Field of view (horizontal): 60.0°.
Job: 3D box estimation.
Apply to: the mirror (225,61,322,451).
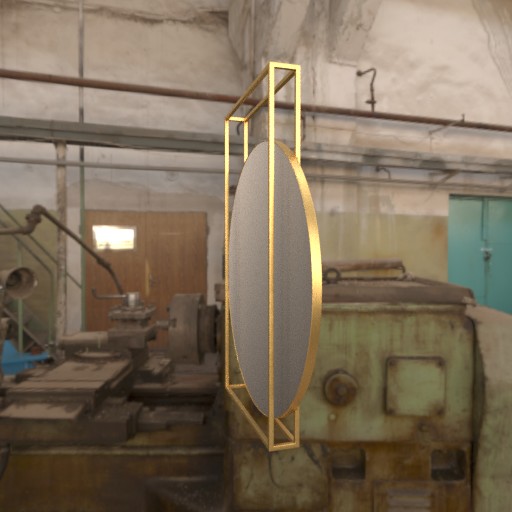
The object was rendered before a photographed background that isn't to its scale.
[{"bbox_3d":[0.000,0.000,0.842,0.051,0.603,0.508,-1,2,-17],"label":"mirror"}]
